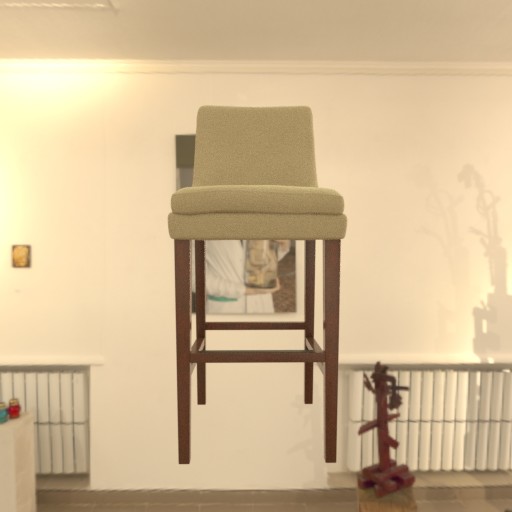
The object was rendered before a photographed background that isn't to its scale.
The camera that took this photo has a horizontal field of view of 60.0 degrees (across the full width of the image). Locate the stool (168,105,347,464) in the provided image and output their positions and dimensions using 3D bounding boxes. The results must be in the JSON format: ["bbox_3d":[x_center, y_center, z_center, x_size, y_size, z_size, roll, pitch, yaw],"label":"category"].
[{"bbox_3d":[0.000,0.000,1.404,0.470,1.078,0.577,0,2,-1],"label":"stool"}]
